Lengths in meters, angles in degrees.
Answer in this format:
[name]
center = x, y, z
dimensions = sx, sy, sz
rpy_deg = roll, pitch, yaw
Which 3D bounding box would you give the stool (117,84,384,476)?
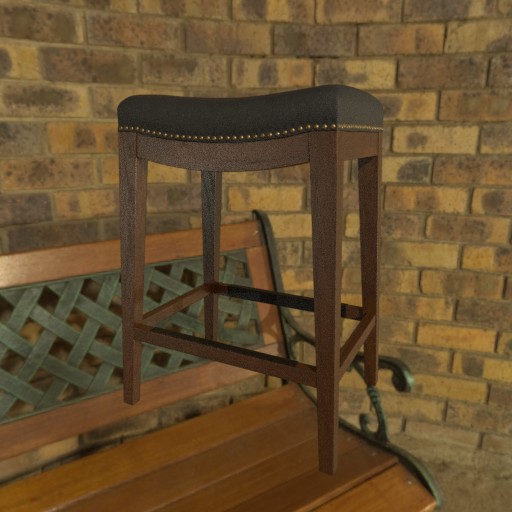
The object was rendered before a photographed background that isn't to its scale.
[stool]
center = 0.000, 0.000, 0.956
dimensions = 0.490, 0.664, 0.353
rpy_deg = 8, 17, 26
